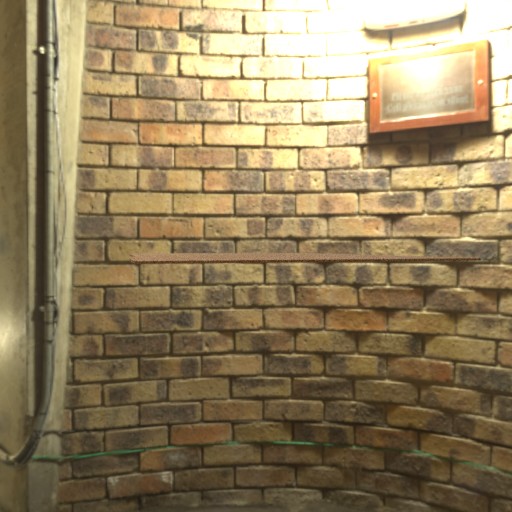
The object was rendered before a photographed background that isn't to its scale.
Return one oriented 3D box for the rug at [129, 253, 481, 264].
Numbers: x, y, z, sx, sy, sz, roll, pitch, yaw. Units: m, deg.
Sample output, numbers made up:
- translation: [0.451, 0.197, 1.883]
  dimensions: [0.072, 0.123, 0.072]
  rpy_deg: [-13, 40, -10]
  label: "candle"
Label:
- translation: [0.000, 0.000, 2.807]
  dimensions: [1.566, 0.013, 2.141]
  rpy_deg: [0, 1, -17]
  label: "rug"
